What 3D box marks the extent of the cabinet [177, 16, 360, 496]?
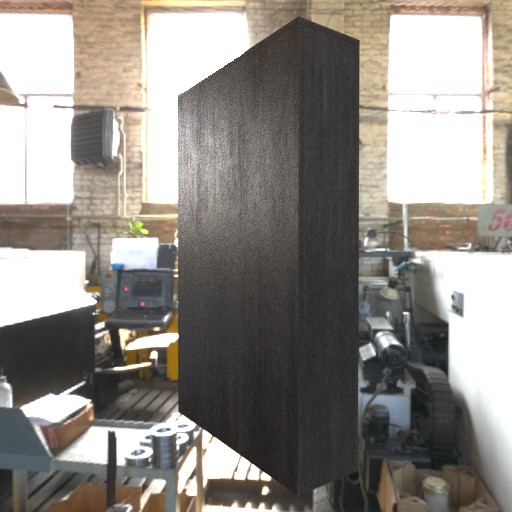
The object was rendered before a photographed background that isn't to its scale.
[{"bbox_3d":[0.000,0.000,1.560,0.250,1.280,0.750,-1,1,-35],"label":"cabinet"}]
